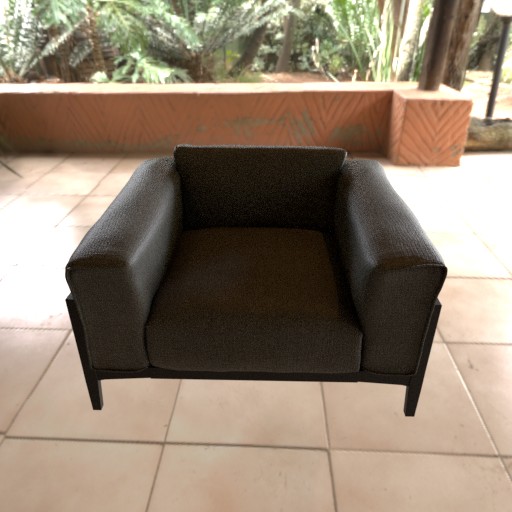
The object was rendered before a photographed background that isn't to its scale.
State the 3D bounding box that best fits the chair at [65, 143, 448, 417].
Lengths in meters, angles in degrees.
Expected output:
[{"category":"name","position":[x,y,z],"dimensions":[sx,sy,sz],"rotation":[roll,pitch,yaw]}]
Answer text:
[{"category":"chair","position":[0.000,0.000,1.664],"dimensions":[1.056,0.646,0.969],"rotation":[1,29,1]}]
